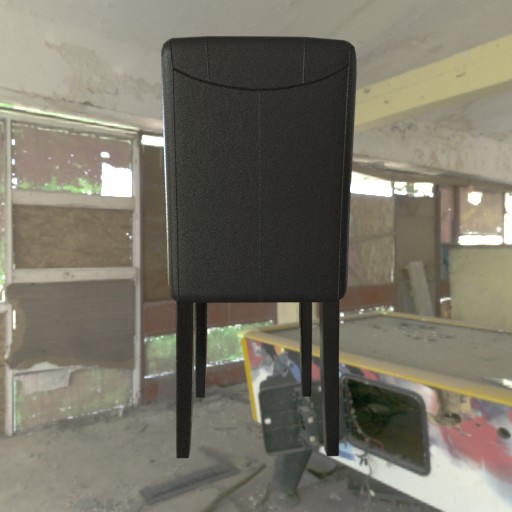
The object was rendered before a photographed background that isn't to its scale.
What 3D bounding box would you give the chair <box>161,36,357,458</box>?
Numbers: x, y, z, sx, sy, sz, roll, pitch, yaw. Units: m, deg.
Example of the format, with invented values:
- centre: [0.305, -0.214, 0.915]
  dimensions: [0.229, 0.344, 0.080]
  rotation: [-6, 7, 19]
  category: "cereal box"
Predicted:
- centre: [0.000, 0.000, 1.164]
  dimensions: [0.399, 0.897, 0.556]
  rotation: [0, 1, -2]
  category: "chair"
